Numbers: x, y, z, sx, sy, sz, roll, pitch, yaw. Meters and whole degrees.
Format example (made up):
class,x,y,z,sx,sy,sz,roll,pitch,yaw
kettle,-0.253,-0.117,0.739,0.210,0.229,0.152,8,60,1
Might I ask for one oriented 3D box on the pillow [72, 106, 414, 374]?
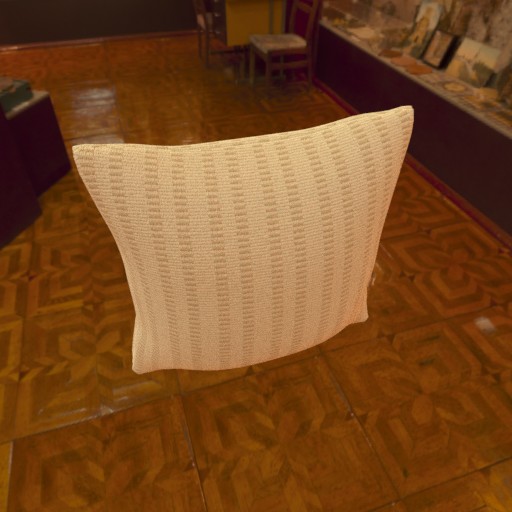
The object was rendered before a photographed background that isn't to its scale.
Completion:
class,x,y,z,sx,sy,sz,roll,pitch,yaw
pillow,0.000,0.000,0.672,0.438,0.419,0.247,-11,42,-12
